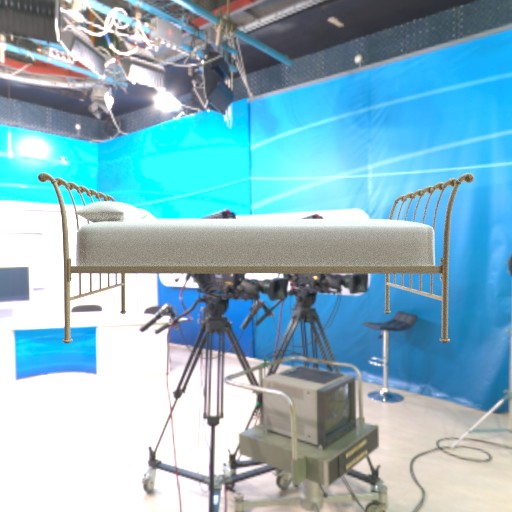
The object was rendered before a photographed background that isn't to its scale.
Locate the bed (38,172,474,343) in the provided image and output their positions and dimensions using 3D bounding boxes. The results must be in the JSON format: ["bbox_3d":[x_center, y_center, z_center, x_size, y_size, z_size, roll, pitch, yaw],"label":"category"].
[{"bbox_3d":[0.000,0.000,2.765,2.228,0.873,1.032,0,1,0],"label":"bed"}]
